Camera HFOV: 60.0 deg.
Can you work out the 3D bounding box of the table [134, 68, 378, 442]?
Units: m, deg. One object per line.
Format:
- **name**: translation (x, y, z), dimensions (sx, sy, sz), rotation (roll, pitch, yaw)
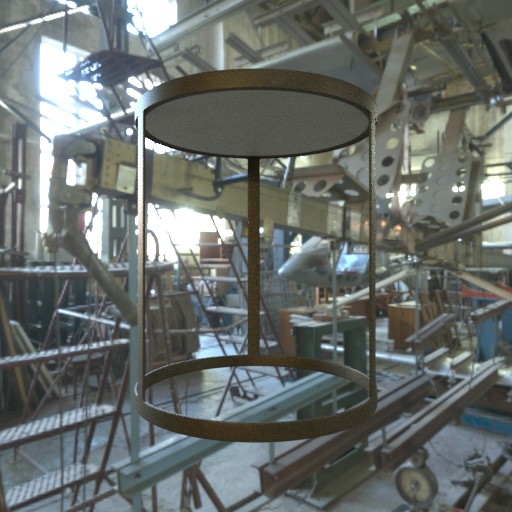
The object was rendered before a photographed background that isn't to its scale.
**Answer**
- **table**: translation (0.000, 0.000, 0.909), dimensions (0.480, 0.565, 0.480), rotation (0, 0, 0)
